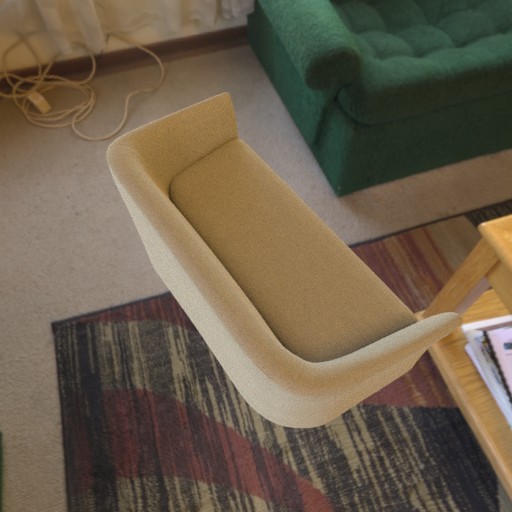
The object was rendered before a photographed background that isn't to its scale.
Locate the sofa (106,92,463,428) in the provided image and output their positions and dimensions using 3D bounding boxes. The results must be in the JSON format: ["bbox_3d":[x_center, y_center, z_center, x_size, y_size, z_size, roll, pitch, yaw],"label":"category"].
[{"bbox_3d":[0.000,0.000,1.871,0.705,0.721,1.452,-31,63,-18],"label":"sofa"}]
